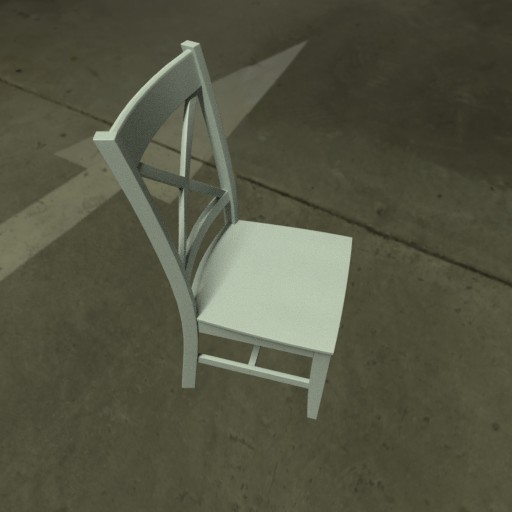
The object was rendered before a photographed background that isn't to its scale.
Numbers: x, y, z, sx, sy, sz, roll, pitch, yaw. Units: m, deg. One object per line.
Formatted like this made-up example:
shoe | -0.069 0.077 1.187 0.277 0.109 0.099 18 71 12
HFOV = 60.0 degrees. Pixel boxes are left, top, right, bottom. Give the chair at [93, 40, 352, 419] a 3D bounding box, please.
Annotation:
chair | 0.000 0.000 1.289 0.542 0.983 0.485 11 47 10
